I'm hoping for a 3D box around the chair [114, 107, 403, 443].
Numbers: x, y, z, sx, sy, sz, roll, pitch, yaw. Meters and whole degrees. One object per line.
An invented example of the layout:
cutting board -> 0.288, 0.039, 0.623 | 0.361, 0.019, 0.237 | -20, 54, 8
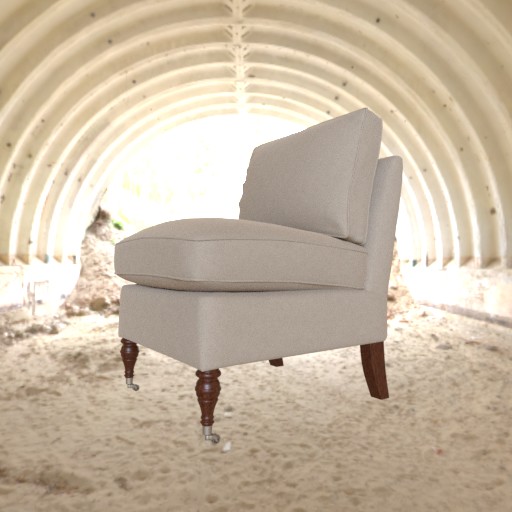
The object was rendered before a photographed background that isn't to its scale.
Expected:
chair -> 0.000, 0.000, 1.699 | 0.912, 1.052, 0.724 | 0, -1, -36
